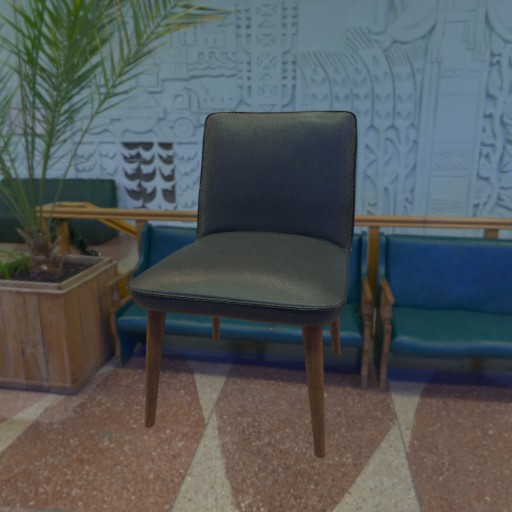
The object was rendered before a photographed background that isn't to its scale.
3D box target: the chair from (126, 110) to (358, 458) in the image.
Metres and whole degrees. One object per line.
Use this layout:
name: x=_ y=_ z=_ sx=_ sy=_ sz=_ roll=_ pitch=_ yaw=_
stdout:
chair: x=0.000 y=0.000 z=1.235 sx=0.543 sy=0.801 sz=0.645 roll=3 pitch=15 yaw=10
